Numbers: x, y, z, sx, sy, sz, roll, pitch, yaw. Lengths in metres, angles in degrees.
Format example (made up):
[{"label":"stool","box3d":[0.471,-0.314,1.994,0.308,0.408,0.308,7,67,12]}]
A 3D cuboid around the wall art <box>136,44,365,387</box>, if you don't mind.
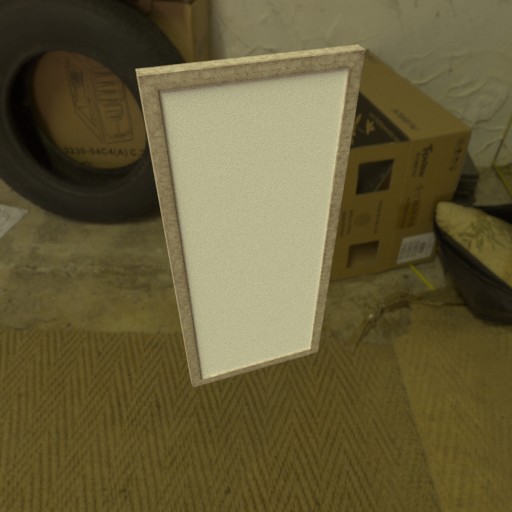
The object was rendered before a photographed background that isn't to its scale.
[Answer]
[{"label":"wall art","box3d":[0.000,0.000,1.707,0.648,1.461,0.051,-12,44,-13]}]
